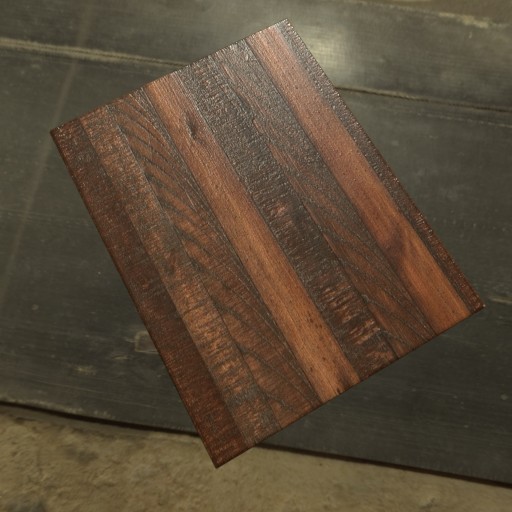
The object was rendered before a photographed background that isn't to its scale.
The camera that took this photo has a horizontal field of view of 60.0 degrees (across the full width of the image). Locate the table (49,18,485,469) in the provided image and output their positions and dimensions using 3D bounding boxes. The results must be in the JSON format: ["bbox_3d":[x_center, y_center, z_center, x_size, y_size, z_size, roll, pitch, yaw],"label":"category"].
[{"bbox_3d":[0.000,0.000,1.097,0.524,0.612,0.678,-29,78,-7],"label":"table"}]
